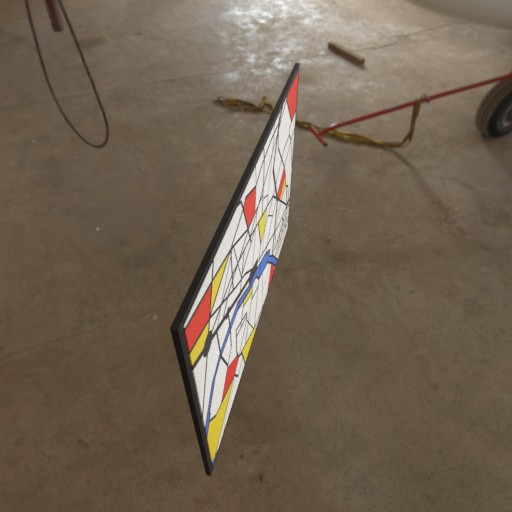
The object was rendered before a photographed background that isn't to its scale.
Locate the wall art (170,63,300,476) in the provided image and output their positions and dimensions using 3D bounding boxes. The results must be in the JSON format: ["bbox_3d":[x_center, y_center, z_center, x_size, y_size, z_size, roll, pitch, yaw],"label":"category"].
[{"bbox_3d":[0.000,0.000,1.223,0.013,0.665,0.963,11,48,10],"label":"wall art"}]
